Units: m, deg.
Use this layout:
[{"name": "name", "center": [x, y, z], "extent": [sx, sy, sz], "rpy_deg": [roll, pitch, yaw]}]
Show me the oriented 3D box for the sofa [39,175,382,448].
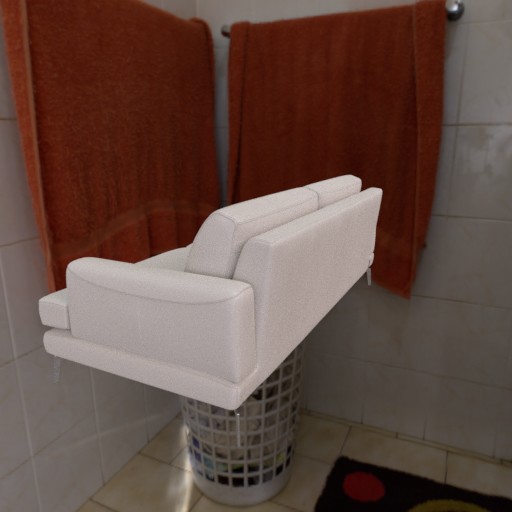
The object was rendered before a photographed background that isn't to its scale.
[{"name": "sofa", "center": [0.000, 0.000, 2.357], "extent": [0.974, 0.765, 1.940], "rpy_deg": [8, 17, 26]}]
